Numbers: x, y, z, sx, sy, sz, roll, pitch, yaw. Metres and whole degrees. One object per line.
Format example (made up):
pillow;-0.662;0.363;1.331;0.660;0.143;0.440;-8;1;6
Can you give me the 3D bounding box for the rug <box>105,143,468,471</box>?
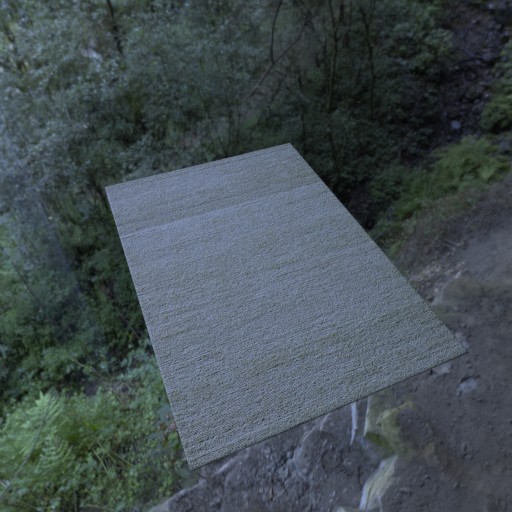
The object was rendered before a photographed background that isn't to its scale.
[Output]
rug;0.000;0.000;5.128;2.782;0.025;3.935;-17;49;-15
